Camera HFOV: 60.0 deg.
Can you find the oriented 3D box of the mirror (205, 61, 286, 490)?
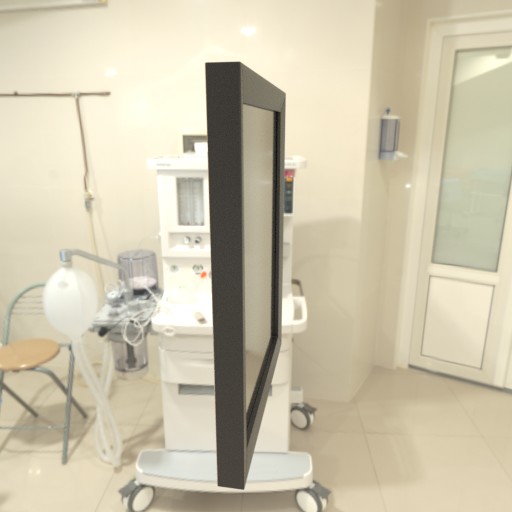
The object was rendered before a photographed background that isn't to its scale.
[{"bbox_3d":[0.000,0.000,0.693,0.041,0.508,0.405,3,16,10],"label":"mirror"}]
